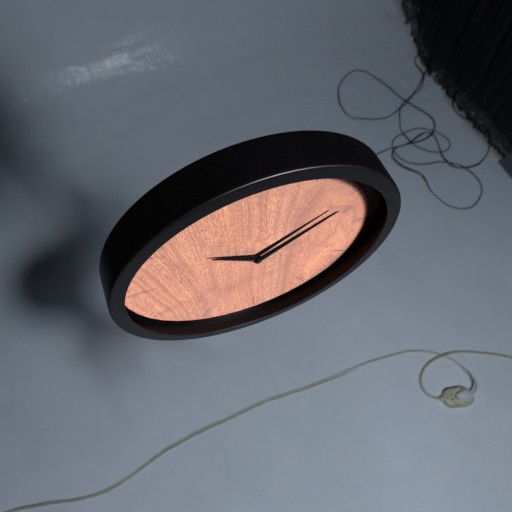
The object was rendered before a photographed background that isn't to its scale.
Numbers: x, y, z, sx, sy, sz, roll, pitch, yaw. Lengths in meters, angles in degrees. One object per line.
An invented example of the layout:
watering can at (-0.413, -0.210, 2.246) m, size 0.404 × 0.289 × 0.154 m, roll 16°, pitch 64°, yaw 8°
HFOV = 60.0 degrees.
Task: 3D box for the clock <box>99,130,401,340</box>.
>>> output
clock at (0.000, 0.000, 0.471) m, size 0.314 × 0.314 × 0.040 m, roll -19°, pitch 64°, yaw -10°
